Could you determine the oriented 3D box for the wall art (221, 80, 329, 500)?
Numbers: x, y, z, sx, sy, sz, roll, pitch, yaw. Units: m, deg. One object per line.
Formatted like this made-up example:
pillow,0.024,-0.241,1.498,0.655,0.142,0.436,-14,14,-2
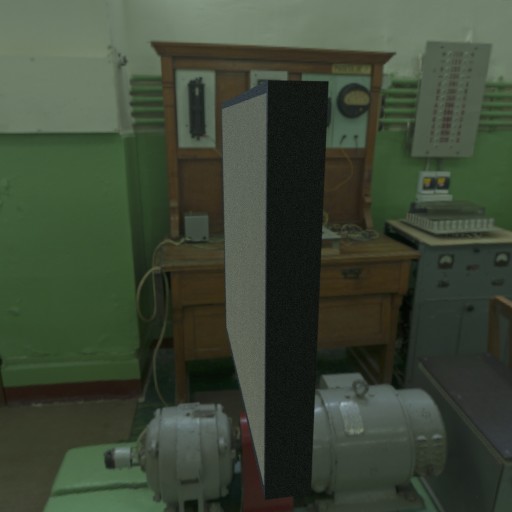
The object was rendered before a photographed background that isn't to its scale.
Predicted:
wall art,0.000,0.000,0.443,0.036,0.300,0.302,-3,17,-9
